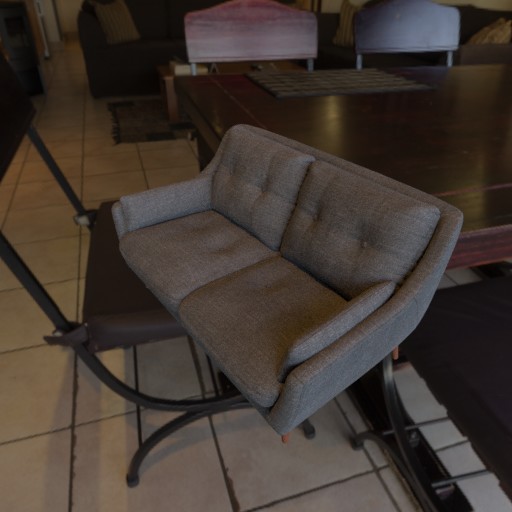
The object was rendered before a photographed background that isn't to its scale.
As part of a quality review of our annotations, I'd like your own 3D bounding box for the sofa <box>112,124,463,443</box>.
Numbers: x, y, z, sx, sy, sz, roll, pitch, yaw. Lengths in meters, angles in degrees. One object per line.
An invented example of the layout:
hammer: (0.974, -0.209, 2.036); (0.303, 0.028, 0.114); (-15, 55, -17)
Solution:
sofa: (0.000, 0.000, 2.229); (0.976, 0.887, 1.646); (-21, 38, -30)
